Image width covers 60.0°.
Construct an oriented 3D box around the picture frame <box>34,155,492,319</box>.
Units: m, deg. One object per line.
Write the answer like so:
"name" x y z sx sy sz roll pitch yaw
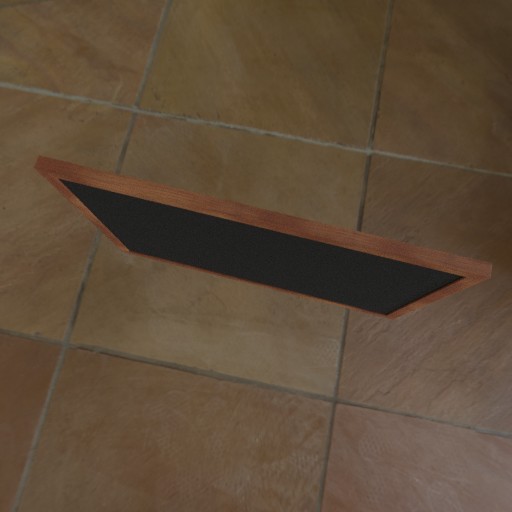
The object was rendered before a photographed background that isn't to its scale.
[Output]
"picture frame" 0.000 0.000 1.206 0.950 0.640 0.029 14 75 4
